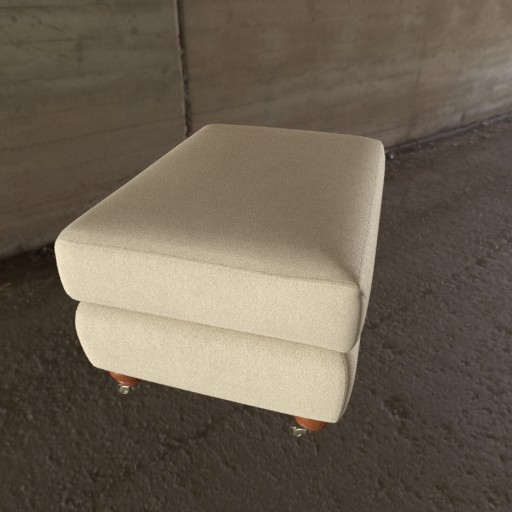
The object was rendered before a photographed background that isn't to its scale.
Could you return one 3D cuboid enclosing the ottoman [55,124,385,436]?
[{"bbox_3d":[0.000,0.000,1.126,0.569,0.499,0.773,9,33,14],"label":"ottoman"}]
